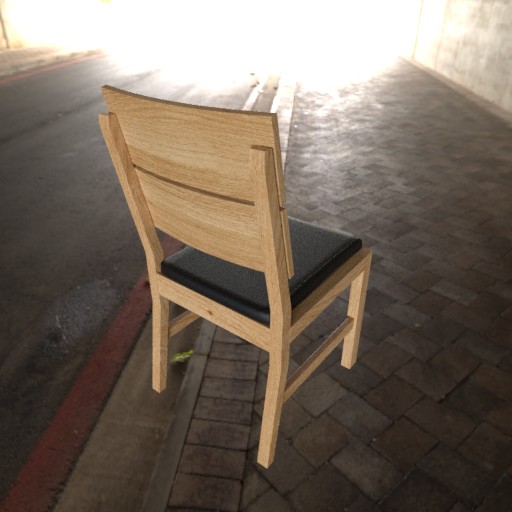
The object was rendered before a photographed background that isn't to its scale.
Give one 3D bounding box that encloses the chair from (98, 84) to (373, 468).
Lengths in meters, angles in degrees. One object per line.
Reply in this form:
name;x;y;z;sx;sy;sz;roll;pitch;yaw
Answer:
chair;0.000;0.000;1.281;0.475;0.950;0.569;21;36;32
